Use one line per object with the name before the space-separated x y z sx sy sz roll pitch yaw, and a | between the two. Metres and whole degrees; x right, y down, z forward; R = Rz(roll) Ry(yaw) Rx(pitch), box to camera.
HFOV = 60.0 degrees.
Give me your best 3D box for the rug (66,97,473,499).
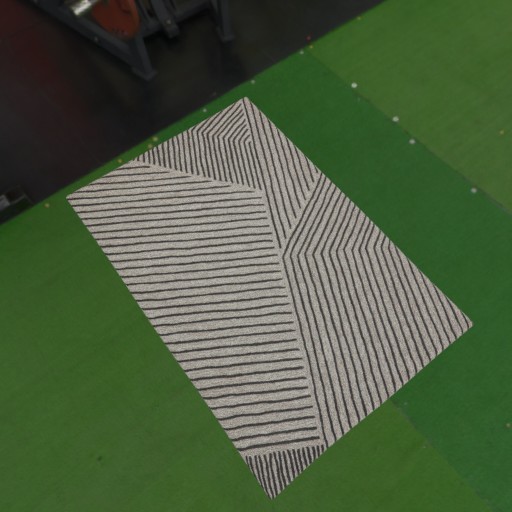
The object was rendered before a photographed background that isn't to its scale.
rug | 0.000 0.000 2.283 1.237 0.019 1.842 -34 69 -15
